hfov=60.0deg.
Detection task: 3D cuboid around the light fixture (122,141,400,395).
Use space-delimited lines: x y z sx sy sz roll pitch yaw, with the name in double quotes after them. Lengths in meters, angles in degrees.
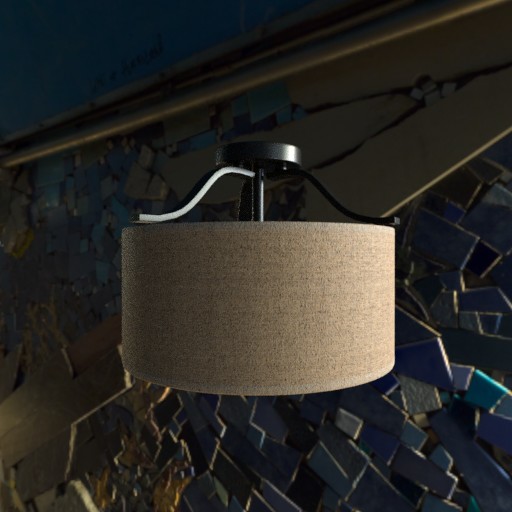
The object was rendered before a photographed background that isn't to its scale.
0.000 0.000 0.648 0.390 0.306 0.390 0 0 0 "light fixture"
